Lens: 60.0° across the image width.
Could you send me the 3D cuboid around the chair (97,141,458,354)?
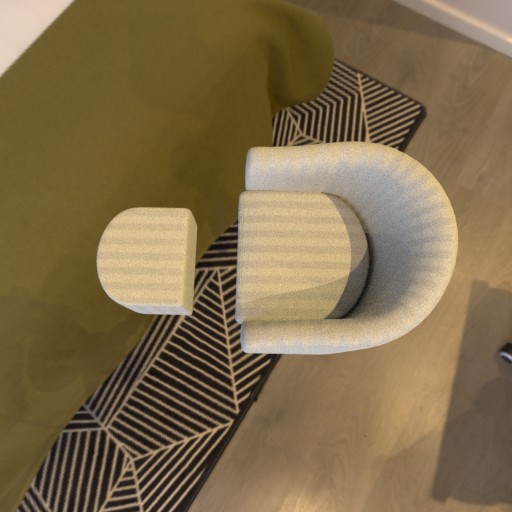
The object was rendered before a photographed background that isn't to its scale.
[{"bbox_3d":[0.000,0.000,1.763,1.288,0.757,0.756,1,76,0],"label":"chair"}]
